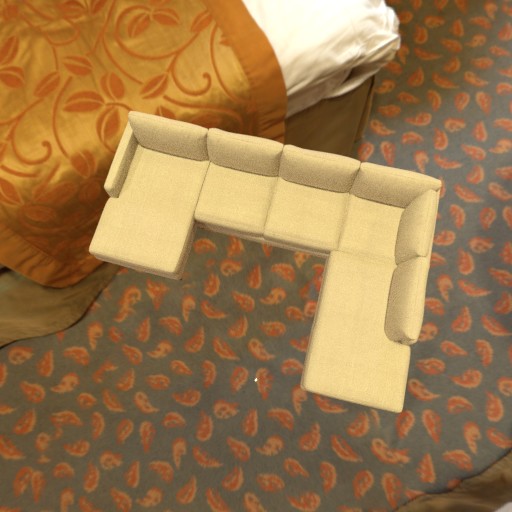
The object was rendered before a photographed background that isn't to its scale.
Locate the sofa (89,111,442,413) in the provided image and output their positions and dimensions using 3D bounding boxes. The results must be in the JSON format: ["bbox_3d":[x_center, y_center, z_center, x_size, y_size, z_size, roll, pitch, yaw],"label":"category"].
[{"bbox_3d":[0.000,0.000,3.655,2.737,0.756,1.879,14,75,4],"label":"sofa"}]
